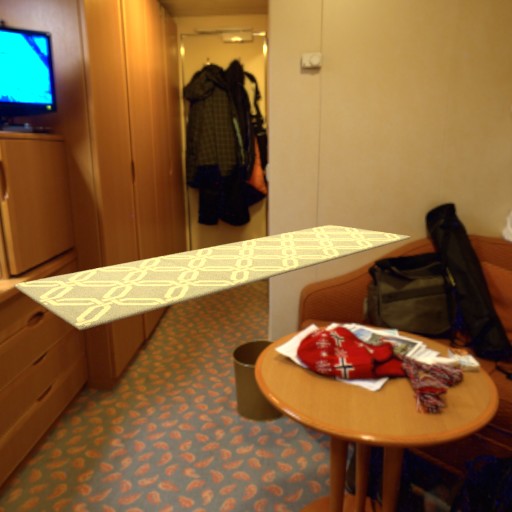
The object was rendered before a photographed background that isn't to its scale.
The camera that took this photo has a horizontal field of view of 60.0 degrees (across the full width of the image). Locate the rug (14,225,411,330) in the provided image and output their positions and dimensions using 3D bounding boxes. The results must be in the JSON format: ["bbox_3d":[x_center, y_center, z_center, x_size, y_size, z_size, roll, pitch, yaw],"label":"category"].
[{"bbox_3d":[0.000,0.000,2.456,2.276,0.014,0.678,-13,18,-43],"label":"rug"}]
